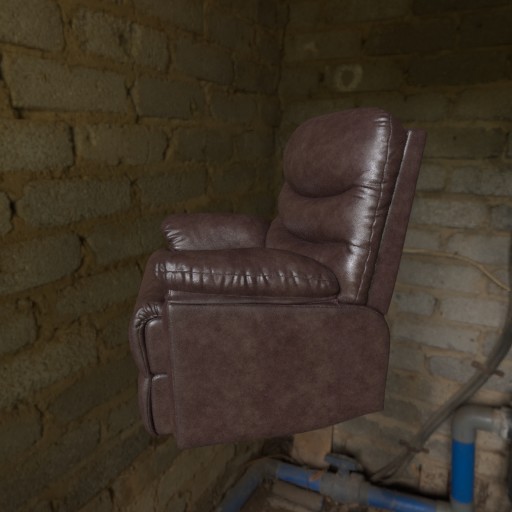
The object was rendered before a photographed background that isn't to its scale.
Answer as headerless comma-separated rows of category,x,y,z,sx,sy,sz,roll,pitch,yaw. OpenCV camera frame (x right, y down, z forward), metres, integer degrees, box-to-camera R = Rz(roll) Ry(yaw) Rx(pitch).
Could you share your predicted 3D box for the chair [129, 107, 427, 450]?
chair,0.000,0.000,1.682,0.879,1.041,0.940,-2,14,-9
